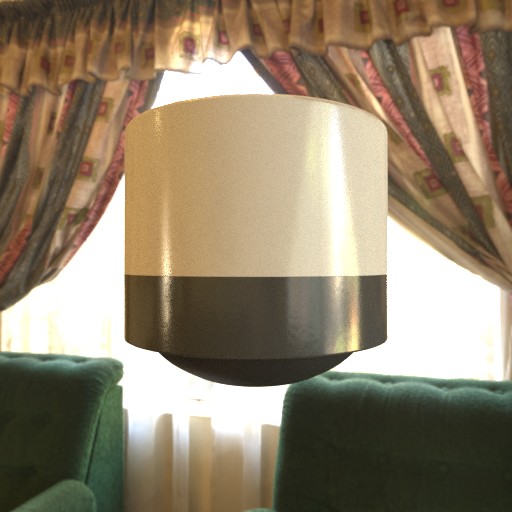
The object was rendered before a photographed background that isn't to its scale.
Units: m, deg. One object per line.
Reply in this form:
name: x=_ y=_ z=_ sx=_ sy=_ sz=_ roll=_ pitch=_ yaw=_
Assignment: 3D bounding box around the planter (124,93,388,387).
planter: x=0.000 y=0.000 z=0.338 sx=0.193 sy=0.177 sz=0.193 roll=0 pitch=-1 yaw=0
